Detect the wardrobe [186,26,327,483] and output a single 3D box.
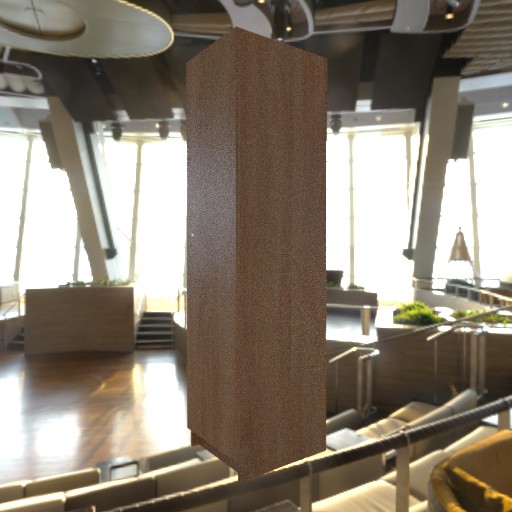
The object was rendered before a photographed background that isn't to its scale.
[{"bbox_3d":[0.000,0.000,2.420,0.588,2.117,0.496,-1,1,-36],"label":"wardrobe"}]
